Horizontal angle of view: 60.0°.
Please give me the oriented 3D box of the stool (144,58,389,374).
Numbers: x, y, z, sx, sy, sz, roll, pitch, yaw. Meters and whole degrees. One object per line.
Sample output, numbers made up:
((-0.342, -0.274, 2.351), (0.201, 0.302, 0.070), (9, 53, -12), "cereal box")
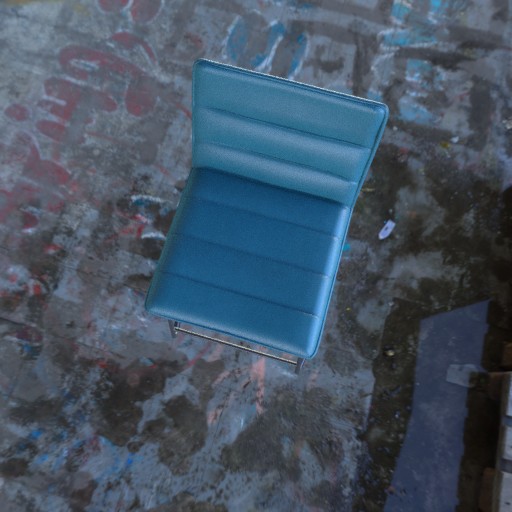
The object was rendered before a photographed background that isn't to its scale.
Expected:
((0.000, 0.000, 1.191), (0.489, 0.866, 0.524), (16, 76, 4), "stool")
